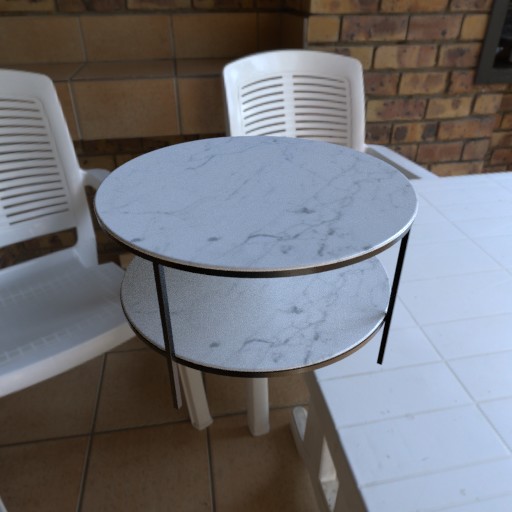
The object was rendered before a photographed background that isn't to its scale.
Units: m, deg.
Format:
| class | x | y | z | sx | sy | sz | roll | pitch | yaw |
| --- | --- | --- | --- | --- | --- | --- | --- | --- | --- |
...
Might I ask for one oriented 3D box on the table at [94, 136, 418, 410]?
| class | x | y | z | sx | sy | sz | roll | pitch | yaw |
| --- | --- | --- | --- | --- | --- | --- | --- | --- | --- |
| table | 0.000 | 0.000 | 1.261 | 0.800 | 0.450 | 0.800 | 0 | 32 | 0 |
